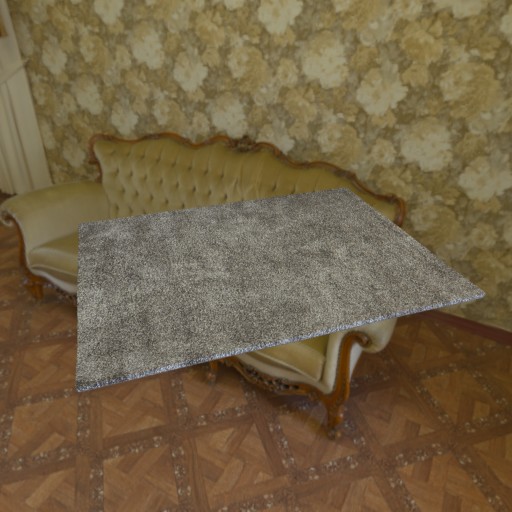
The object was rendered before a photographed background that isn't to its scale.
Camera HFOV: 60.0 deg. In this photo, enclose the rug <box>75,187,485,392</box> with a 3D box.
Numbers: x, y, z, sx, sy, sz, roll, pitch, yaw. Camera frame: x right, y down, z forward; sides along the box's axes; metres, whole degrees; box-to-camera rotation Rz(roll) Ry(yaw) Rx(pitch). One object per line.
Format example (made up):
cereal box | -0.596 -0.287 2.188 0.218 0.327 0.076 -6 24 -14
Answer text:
rug | 0.000 0.000 2.101 1.601 0.025 1.198 -10 33 -16
